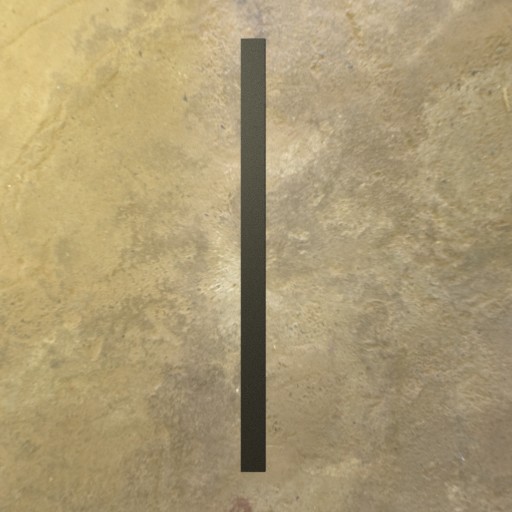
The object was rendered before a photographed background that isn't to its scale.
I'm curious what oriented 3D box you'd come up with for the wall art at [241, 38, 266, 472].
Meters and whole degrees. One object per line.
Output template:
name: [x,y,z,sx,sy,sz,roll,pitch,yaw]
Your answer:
wall art: [0.000,0.000,0.695,0.025,0.508,0.432,0,90,1]
